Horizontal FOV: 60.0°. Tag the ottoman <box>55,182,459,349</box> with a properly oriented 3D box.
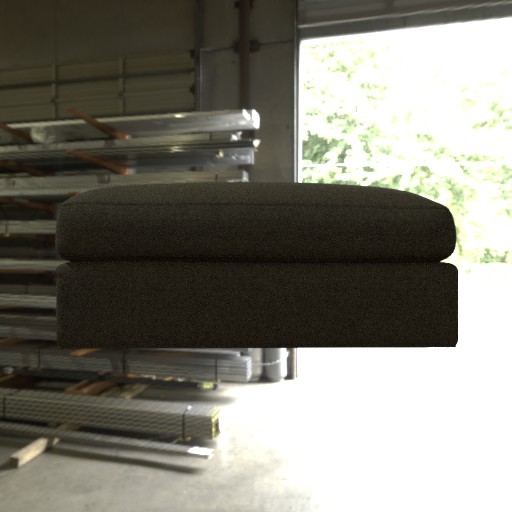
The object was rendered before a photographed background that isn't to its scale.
[{"bbox_3d":[0.000,0.000,1.620,1.041,0.470,1.041,0,0,-1],"label":"ottoman"}]
